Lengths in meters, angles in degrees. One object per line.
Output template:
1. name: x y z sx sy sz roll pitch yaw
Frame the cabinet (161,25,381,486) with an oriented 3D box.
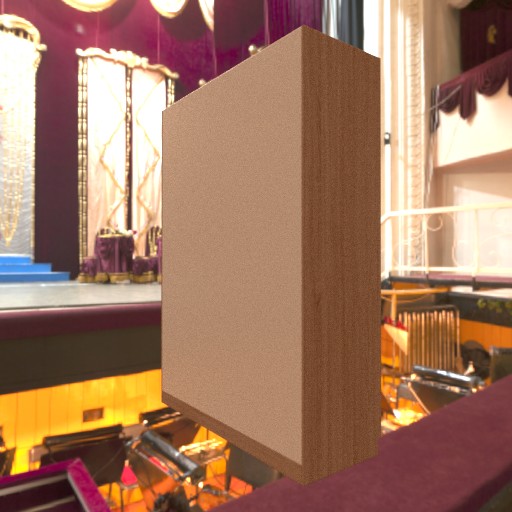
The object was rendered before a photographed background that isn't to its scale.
1. cabinet: 0.000 0.000 2.807 0.590 2.120 1.500 0 0 -37
